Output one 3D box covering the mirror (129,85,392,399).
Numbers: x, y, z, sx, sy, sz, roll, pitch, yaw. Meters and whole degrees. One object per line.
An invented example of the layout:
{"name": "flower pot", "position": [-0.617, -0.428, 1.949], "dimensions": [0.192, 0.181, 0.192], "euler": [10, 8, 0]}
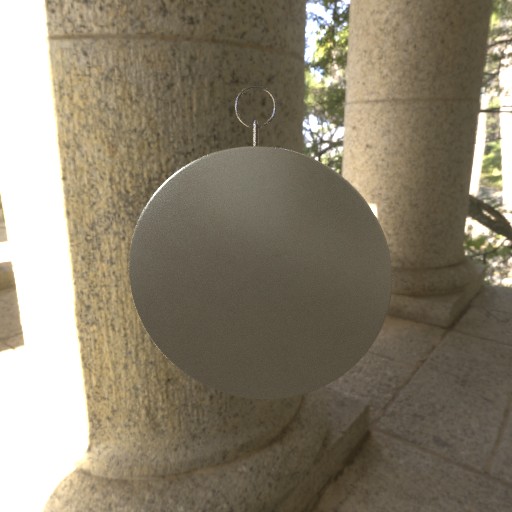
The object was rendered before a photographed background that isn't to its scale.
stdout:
{"name": "mirror", "position": [0.000, 0.000, 0.987], "dimensions": [0.594, 0.713, 0.020], "euler": [2, 15, 7]}
